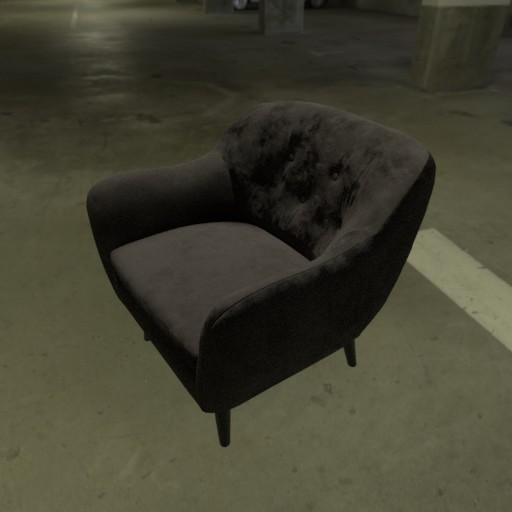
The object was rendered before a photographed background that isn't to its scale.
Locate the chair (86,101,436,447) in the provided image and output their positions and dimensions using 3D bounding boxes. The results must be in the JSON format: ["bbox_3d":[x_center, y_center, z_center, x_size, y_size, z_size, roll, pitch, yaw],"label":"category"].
[{"bbox_3d":[0.000,0.000,1.445,0.819,0.807,0.840,-21,38,-29],"label":"chair"}]
